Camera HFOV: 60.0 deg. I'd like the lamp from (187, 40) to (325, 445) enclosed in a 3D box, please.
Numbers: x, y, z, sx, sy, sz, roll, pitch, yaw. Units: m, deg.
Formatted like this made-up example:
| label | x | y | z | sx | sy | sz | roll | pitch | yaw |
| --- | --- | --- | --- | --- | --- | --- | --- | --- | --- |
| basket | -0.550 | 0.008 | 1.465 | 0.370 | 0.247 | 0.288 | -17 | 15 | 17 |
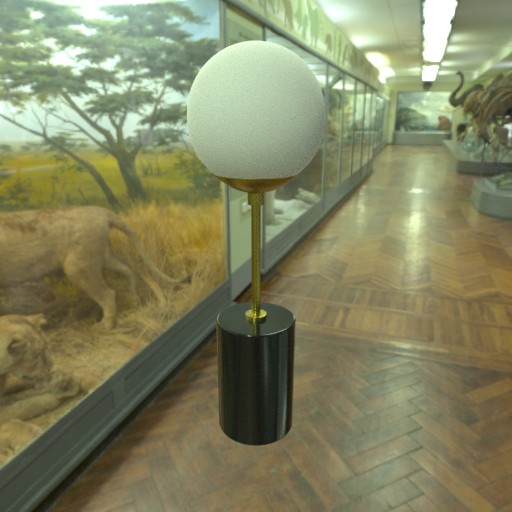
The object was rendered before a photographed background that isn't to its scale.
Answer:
| label | x | y | z | sx | sy | sz | roll | pitch | yaw |
| --- | --- | --- | --- | --- | --- | --- | --- | --- | --- |
| lamp | 0.000 | 0.000 | 0.546 | 0.153 | 0.480 | 0.153 | 0 | 18 | 0 |
